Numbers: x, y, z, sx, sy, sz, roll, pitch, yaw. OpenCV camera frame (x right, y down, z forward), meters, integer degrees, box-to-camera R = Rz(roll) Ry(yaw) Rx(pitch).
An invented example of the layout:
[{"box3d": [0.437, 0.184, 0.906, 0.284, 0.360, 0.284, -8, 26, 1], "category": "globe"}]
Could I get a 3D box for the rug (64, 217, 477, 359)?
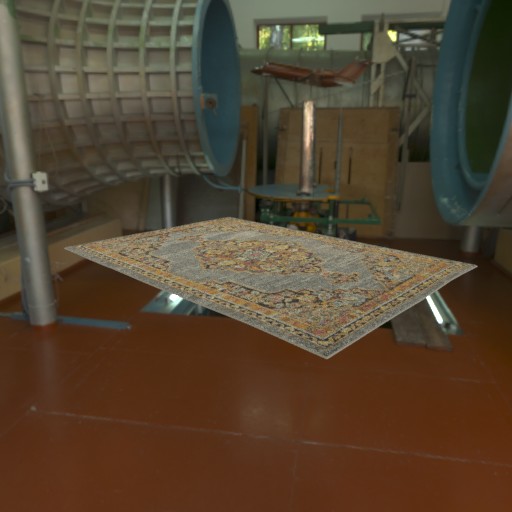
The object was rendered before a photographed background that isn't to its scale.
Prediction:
[{"box3d": [0.000, 0.000, 3.976, 3.063, 0.024, 2.158, 15, 22, 42], "category": "rug"}]
